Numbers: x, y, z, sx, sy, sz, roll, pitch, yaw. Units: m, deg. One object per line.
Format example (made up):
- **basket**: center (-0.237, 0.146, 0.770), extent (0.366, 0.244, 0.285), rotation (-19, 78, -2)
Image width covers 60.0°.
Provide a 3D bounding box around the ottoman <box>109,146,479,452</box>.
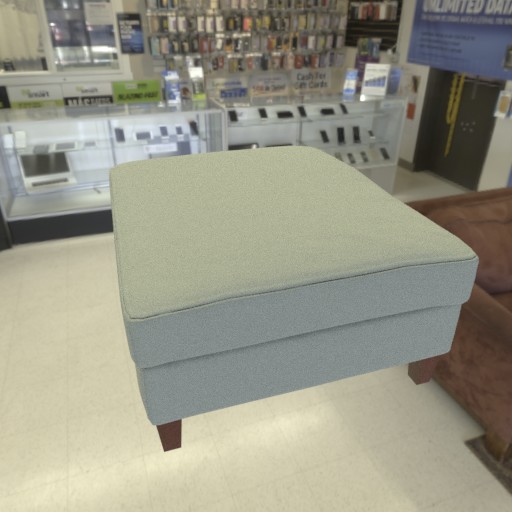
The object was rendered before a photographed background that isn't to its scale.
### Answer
- **ottoman**: center (0.000, 0.000, 1.438), extent (0.842, 0.494, 0.991), rotation (-9, 31, -15)
